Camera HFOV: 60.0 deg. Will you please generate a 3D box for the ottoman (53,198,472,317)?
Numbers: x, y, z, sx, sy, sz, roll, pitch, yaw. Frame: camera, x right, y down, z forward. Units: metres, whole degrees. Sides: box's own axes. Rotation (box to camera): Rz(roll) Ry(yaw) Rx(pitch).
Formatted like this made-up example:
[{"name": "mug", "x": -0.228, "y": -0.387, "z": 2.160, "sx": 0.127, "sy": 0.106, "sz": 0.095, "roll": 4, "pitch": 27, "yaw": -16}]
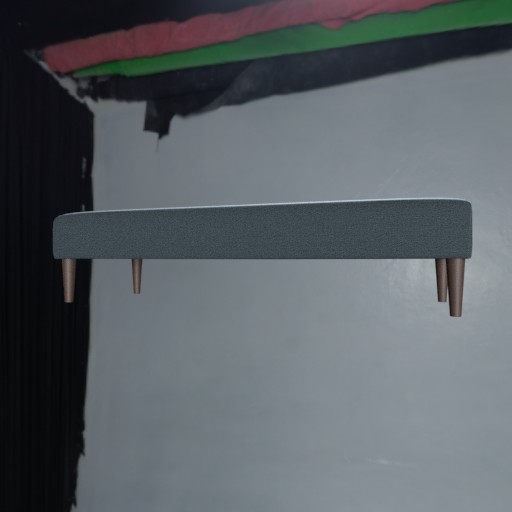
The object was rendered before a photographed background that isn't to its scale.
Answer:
[{"name": "ottoman", "x": 0.000, "y": 0.000, "z": 1.895, "sx": 1.609, "sy": 0.393, "sz": 0.646, "roll": 0, "pitch": -1, "yaw": 18}]
